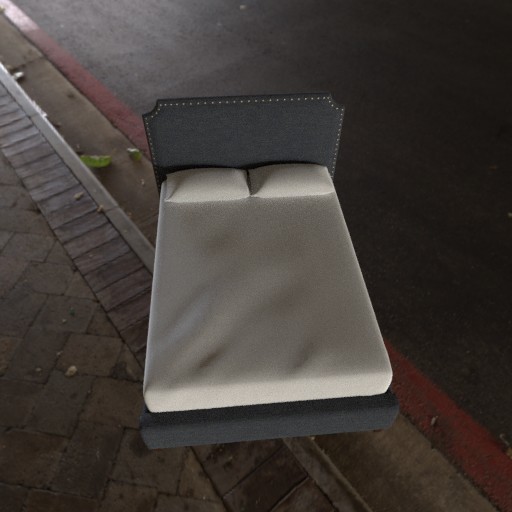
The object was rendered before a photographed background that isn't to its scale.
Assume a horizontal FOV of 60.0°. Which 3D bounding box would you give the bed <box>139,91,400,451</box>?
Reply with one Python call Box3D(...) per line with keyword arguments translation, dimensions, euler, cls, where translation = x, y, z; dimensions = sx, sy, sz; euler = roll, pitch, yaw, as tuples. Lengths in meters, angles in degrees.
Box3D(translation=(0.000, 0.000, 3.418), dimensions=(1.713, 1.443, 2.372), euler=(-4, 48, -3), cls="bed")
